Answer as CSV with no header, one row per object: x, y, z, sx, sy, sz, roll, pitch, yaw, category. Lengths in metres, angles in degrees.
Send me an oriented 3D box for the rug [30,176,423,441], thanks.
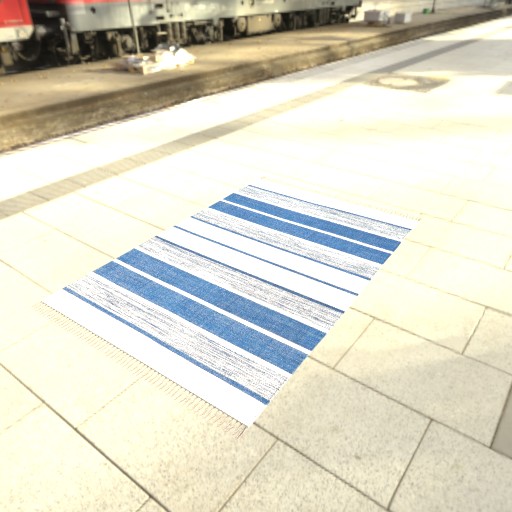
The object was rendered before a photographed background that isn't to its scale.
0.000,0.000,3.052,1.532,0.010,2.441,21,38,29,rug
